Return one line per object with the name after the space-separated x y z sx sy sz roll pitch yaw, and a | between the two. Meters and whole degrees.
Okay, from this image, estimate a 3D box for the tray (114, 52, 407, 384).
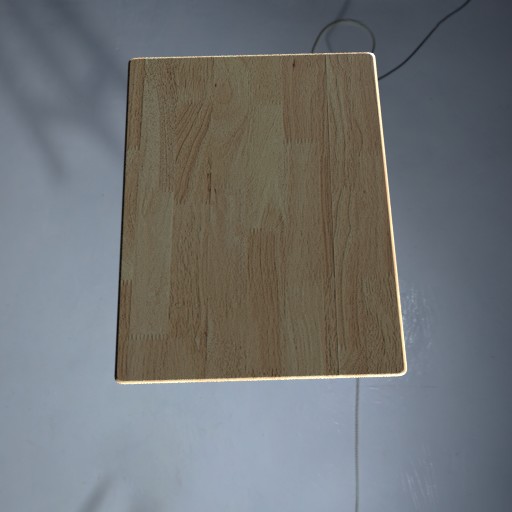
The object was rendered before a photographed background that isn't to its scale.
0.000 0.000 0.947 0.381 0.660 0.483 -2 77 0 | tray
